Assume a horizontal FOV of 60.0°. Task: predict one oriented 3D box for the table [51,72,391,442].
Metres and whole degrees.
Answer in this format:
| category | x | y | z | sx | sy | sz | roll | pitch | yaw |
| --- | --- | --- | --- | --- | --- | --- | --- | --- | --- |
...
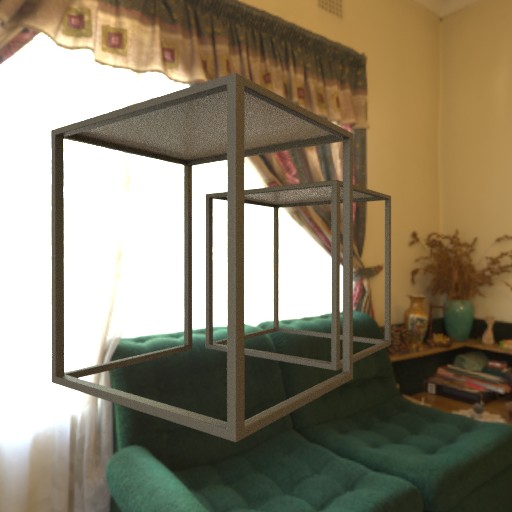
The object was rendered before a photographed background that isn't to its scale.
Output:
| category | x | y | z | sx | sy | sz | roll | pitch | yaw |
| --- | --- | --- | --- | --- | --- | --- | --- | --- | --- |
| table | 0.000 | 0.000 | 1.114 | 0.508 | 0.540 | 0.788 | 0 | 0 | 36 |
